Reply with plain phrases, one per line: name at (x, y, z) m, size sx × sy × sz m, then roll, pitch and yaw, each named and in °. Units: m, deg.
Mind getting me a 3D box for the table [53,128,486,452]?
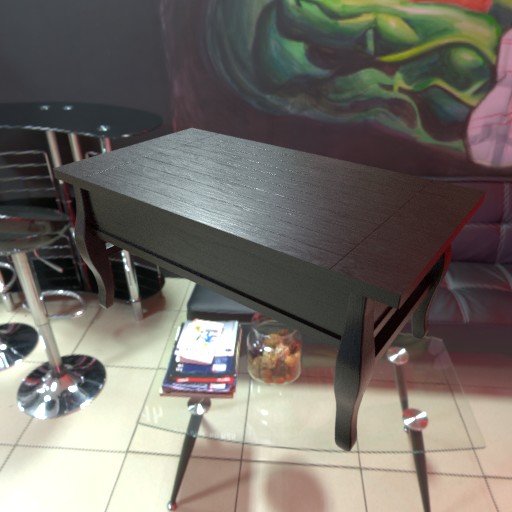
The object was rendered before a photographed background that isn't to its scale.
table at (0.000, 0.000, 1.354) m, size 1.062 × 0.494 × 0.600 m, roll 21°, pitch 36°, yaw 31°
